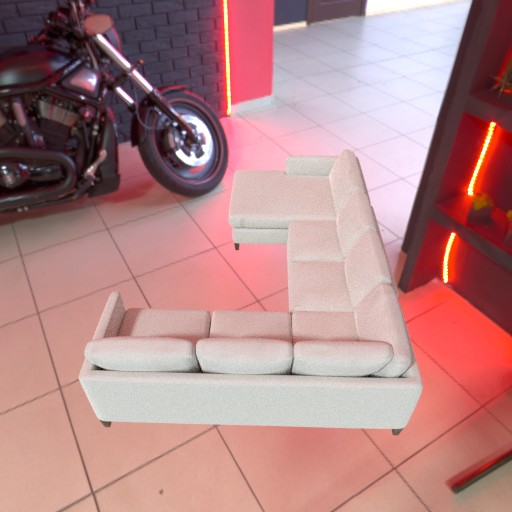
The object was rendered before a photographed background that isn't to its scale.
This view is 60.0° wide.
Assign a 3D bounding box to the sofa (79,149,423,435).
[{"bbox_3d":[0.000,0.000,4.690,2.593,0.956,3.459,1,41,1],"label":"sofa"}]
